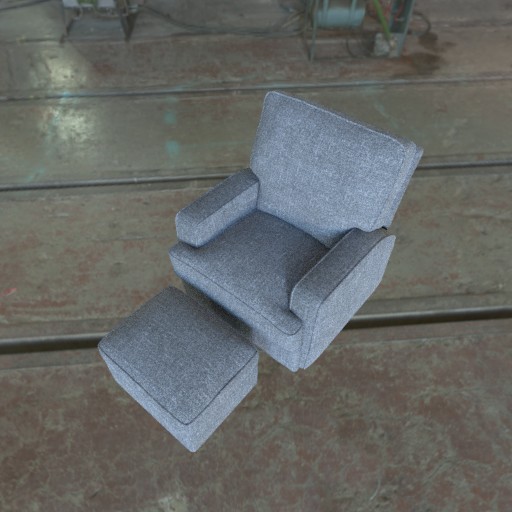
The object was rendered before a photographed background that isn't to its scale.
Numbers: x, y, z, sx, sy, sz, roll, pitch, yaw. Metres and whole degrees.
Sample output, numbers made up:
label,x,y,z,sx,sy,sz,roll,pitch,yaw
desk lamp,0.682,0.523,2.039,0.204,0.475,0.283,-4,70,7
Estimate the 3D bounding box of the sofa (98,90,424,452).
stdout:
label,x,y,z,sx,sy,sz,roll,pitch,yaw
sofa,0.000,0.000,2.018,0.861,0.959,1.472,32,55,26
